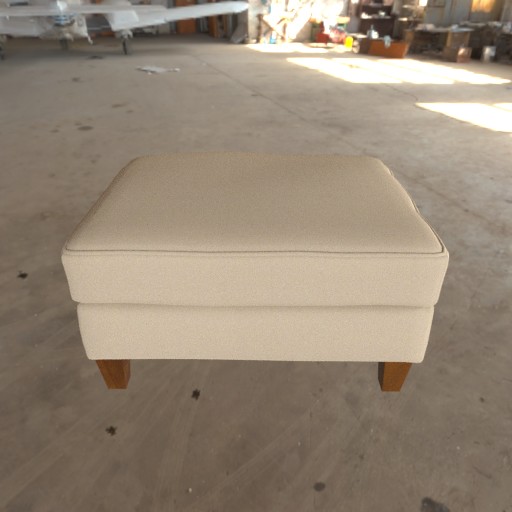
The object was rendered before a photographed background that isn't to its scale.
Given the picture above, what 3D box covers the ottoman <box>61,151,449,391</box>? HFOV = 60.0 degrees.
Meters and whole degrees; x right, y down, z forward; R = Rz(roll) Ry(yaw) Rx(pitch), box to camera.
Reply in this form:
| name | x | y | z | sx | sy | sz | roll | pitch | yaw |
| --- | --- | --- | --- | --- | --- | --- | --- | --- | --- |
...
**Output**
| name | x | y | z | sx | sy | sz | roll | pitch | yaw |
| --- | --- | --- | --- | --- | --- | --- | --- | --- | --- |
| ottoman | 0.000 | 0.000 | 1.254 | 0.818 | 0.485 | 0.634 | 0 | 31 | 1 |
